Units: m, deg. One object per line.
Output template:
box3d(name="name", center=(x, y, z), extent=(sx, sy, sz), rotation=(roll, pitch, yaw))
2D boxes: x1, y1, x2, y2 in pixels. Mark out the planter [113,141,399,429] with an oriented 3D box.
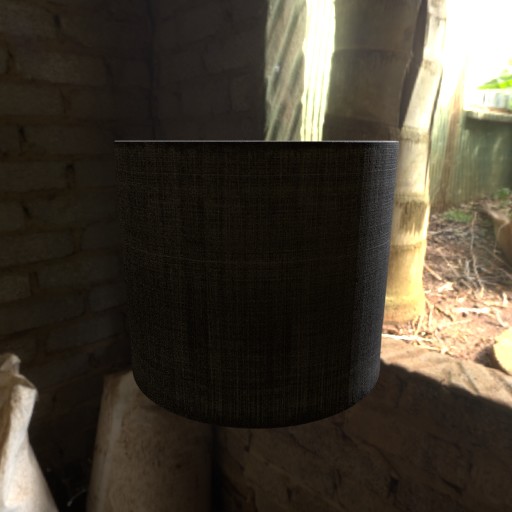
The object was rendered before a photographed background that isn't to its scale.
box3d(name="planter", center=(0.000, 0.000, 0.440), extent=(0.254, 0.221, 0.254), rotation=(0, 15, 0))
